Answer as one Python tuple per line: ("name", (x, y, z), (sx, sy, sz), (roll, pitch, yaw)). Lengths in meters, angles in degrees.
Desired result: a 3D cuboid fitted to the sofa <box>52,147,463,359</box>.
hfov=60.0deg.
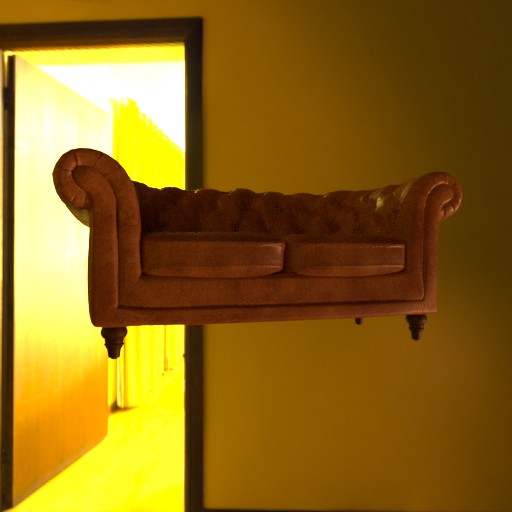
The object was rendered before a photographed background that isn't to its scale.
("sofa", (0.000, 0.000, 2.474), (1.979, 0.877, 1.042), (0, -1, -17))
